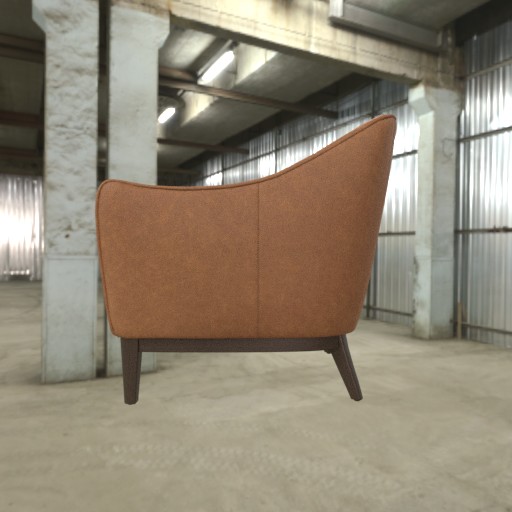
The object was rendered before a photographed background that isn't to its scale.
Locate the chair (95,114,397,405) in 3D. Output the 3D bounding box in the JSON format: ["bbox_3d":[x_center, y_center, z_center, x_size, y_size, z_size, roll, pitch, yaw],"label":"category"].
[{"bbox_3d":[0.000,0.000,1.579,0.852,0.830,0.871,0,1,1],"label":"chair"}]
